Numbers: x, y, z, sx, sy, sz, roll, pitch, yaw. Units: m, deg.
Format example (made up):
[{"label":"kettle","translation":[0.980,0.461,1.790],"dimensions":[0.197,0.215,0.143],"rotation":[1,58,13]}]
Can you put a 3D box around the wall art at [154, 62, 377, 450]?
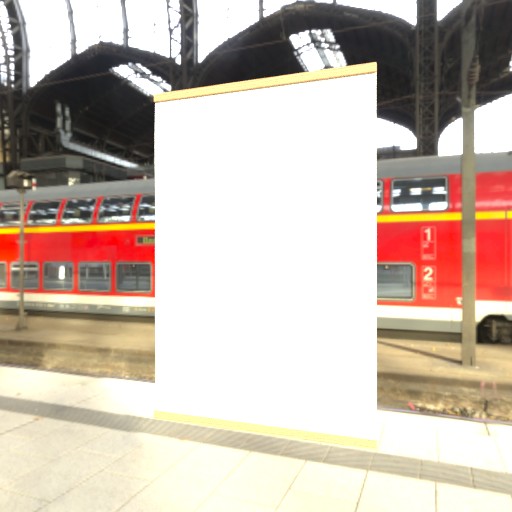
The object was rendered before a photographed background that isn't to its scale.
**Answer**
[{"label":"wall art","translation":[0.000,0.000,1.921],"dimensions":[1.011,1.521,0.025],"rotation":[0,0,20]}]
